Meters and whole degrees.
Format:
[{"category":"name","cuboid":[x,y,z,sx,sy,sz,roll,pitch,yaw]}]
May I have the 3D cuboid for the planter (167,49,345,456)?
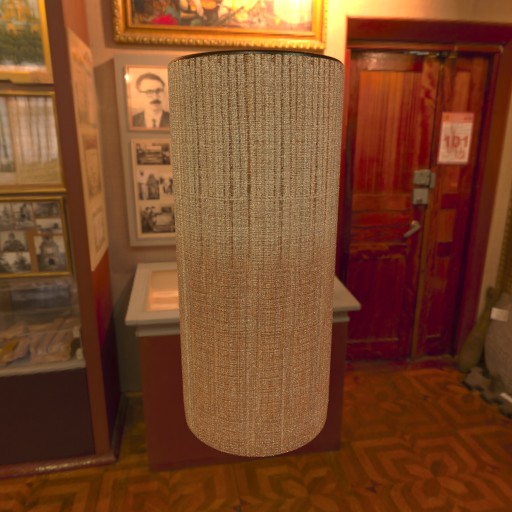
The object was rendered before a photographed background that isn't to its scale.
[{"category":"planter","cuboid":[0.000,0.000,0.284,0.100,0.227,0.100,-2,16,-8]}]
